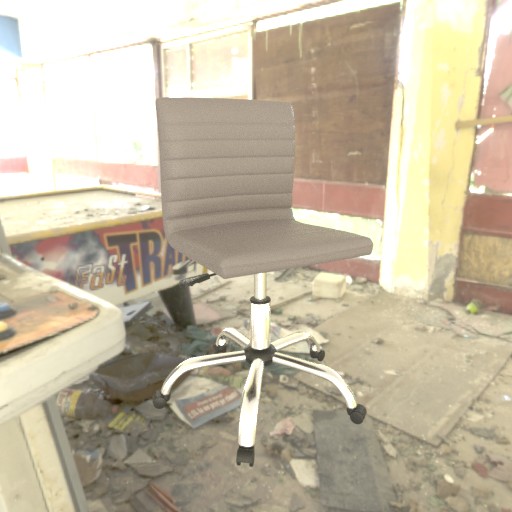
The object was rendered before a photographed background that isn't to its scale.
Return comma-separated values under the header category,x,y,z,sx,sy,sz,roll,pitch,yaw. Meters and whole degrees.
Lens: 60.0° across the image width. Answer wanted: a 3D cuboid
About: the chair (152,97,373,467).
category,x,y,z,sx,sy,sz,roll,pitch,yaw
chair,0.000,0.000,1.135,0.556,0.780,0.530,-8,17,-27
